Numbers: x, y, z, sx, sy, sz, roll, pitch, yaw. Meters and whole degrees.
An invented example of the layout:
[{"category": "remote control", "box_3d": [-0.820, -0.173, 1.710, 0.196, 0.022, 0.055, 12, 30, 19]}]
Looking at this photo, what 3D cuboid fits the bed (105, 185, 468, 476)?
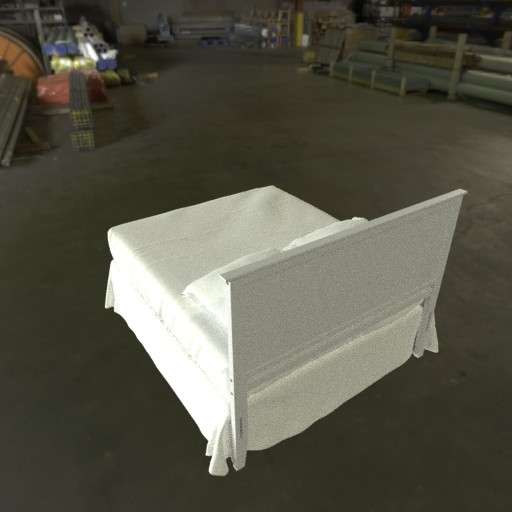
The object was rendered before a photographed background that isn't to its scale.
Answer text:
[{"category": "bed", "box_3d": [0.000, 0.000, 3.196, 1.876, 1.269, 2.047, -19, 35, -29]}]
